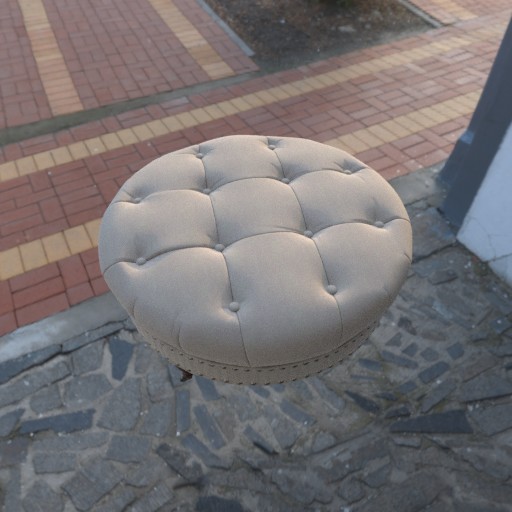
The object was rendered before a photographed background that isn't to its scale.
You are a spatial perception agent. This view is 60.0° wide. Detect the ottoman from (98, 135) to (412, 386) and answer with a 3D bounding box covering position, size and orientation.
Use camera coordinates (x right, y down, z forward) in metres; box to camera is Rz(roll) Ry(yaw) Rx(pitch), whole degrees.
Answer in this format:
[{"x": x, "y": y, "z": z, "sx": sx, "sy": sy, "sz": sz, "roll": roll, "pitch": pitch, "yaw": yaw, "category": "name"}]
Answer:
[{"x": 0.000, "y": 0.000, "z": 1.409, "sx": 0.901, "sy": 0.439, "sz": 0.901, "roll": 0, "pitch": 47, "yaw": 0, "category": "ottoman"}]
